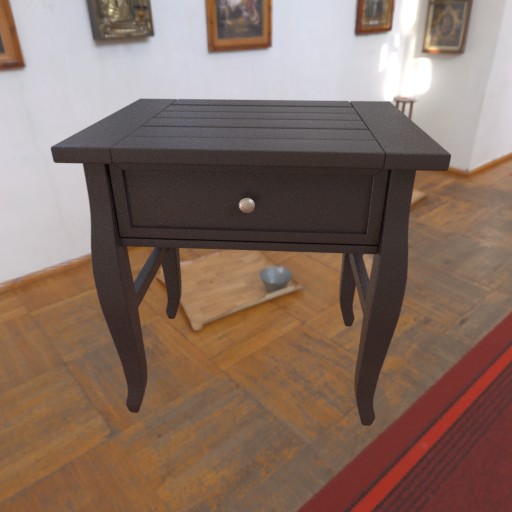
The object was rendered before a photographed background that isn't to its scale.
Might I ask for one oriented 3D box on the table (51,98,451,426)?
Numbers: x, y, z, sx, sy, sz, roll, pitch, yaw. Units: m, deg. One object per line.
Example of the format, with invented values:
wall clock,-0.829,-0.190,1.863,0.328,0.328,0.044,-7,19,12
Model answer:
table,0.000,0.000,1.006,0.602,0.605,0.460,2,28,4
